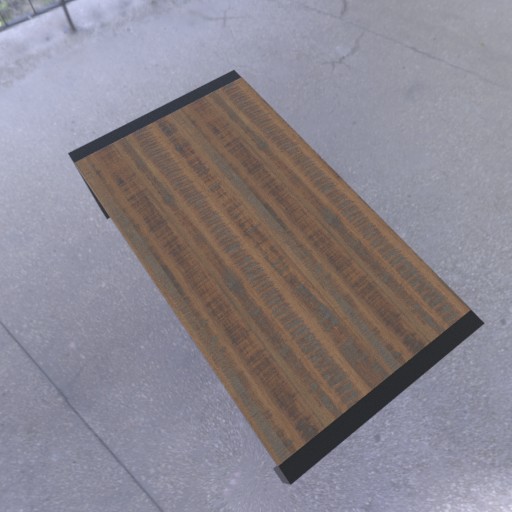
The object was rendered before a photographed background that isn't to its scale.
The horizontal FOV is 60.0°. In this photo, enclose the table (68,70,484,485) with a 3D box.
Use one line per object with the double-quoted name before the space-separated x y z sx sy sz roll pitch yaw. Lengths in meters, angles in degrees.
"table" 0.000 0.000 1.677 0.750 0.400 1.350 -33 68 -15
